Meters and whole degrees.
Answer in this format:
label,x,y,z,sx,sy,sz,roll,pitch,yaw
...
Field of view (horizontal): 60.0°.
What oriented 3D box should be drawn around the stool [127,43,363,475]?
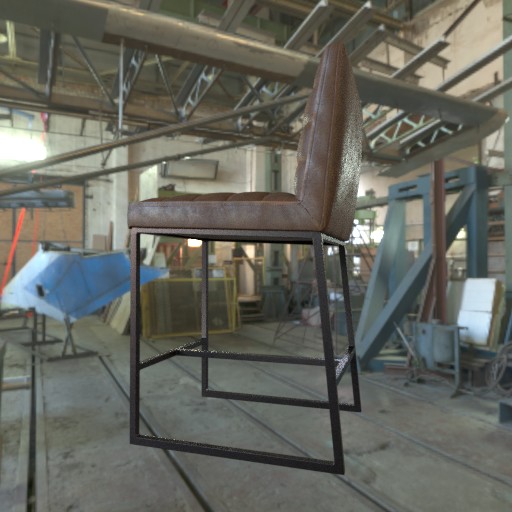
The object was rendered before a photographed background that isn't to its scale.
label,x,y,z,sx,sy,sz,roll,pitch,yaw
stool,0.000,0.000,1.240,0.562,0.942,0.463,0,-1,18
